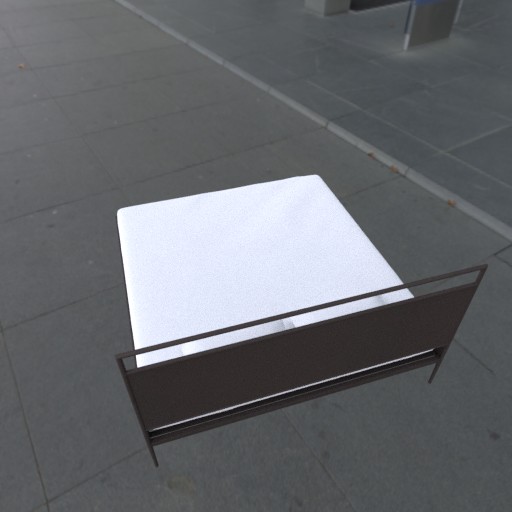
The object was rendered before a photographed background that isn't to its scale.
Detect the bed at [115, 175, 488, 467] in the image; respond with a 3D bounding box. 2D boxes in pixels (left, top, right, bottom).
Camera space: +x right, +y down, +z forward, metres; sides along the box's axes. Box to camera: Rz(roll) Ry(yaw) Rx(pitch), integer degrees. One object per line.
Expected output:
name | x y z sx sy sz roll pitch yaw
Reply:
bed | 0.000 0.000 3.350 1.993 1.173 2.151 -12 44 -13
